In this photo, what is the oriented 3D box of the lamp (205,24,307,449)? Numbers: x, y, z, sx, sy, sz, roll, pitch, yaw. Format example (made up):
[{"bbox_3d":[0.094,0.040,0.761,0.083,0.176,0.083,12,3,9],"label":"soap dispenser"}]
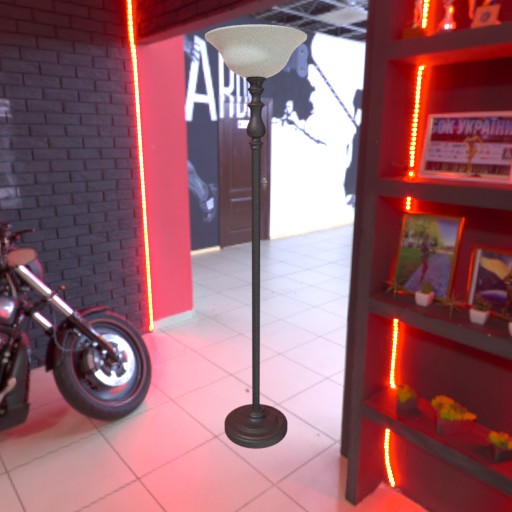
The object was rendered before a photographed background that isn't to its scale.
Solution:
[{"bbox_3d":[0.000,0.000,1.989,0.405,1.797,0.405,-2,15,-9],"label":"lamp"}]
